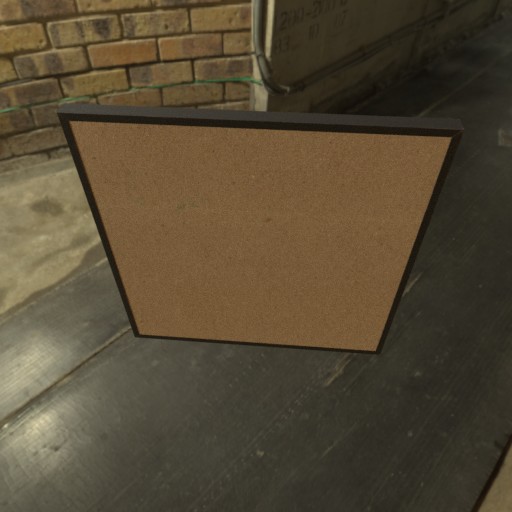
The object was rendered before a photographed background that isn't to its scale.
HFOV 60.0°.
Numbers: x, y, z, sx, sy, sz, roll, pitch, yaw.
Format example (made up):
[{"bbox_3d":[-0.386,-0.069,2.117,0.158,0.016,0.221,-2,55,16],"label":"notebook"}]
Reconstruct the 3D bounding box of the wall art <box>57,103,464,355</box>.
[{"bbox_3d":[0.000,0.000,1.112,0.762,0.762,0.038,3,46,3],"label":"wall art"}]
